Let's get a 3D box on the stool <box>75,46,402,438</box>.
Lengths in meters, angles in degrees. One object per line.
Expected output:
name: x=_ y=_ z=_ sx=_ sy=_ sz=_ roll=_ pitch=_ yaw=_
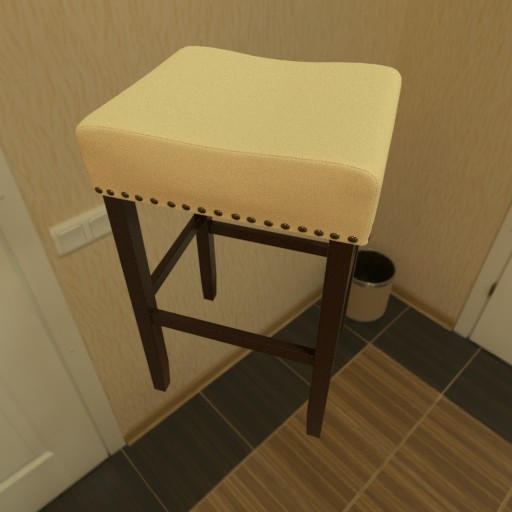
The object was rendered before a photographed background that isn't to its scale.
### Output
stool: x=0.000 y=0.000 z=1.005 sx=0.471 sy=0.762 sz=0.401 roll=12 pitch=43 yaw=13
